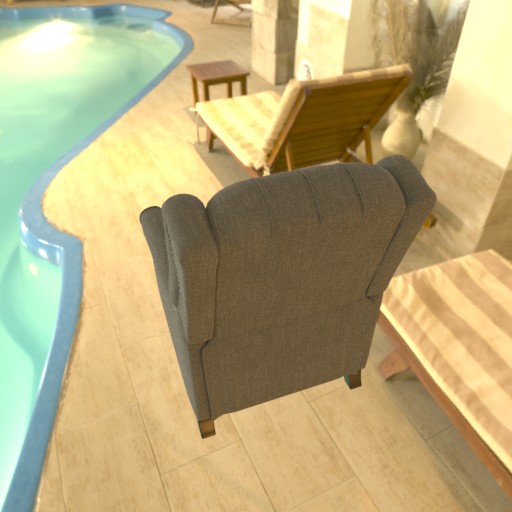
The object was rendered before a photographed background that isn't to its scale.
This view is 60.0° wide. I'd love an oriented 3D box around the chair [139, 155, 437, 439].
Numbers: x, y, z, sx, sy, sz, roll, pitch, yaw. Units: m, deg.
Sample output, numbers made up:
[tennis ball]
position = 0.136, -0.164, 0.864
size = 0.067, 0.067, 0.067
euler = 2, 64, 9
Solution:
[chair]
position = 0.000, 0.000, 1.630
size = 0.742, 1.035, 0.898
euler = -13, 41, -15
